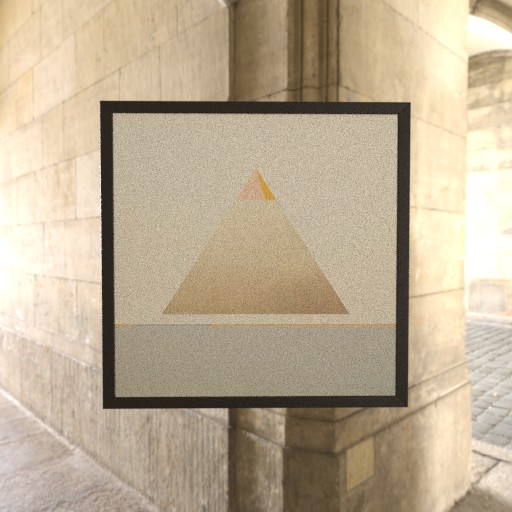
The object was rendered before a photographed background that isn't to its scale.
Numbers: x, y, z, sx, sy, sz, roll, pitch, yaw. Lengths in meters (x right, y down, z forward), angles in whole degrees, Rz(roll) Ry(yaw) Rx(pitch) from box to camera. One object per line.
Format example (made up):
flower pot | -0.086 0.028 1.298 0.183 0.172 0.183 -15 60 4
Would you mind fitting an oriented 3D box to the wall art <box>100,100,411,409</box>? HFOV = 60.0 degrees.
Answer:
wall art | 0.000 0.000 1.127 0.769 0.766 0.042 0 2 -1
